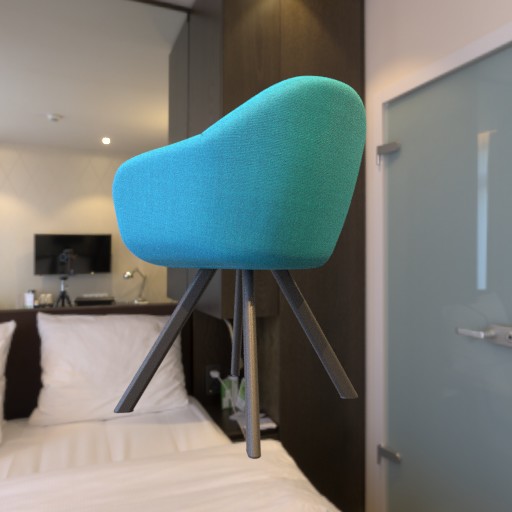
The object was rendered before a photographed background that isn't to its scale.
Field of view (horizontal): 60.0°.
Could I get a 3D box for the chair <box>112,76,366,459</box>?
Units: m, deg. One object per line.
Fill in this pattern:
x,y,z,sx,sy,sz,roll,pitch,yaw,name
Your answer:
0.000,0.000,1.168,0.550,0.795,0.590,0,-1,36,chair
